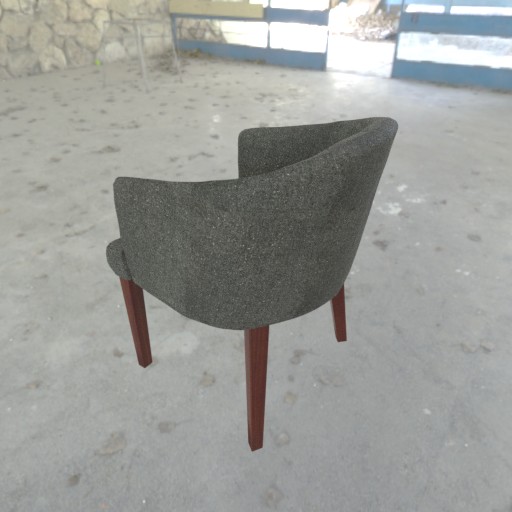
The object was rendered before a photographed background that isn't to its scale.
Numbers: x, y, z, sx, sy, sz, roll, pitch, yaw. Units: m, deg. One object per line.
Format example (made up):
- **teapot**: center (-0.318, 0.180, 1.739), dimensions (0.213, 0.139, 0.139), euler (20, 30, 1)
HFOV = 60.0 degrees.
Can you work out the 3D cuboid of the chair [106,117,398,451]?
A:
- **chair**: center (0.000, 0.000, 1.250), dimensions (0.655, 0.811, 0.583), euler (21, 37, 30)
